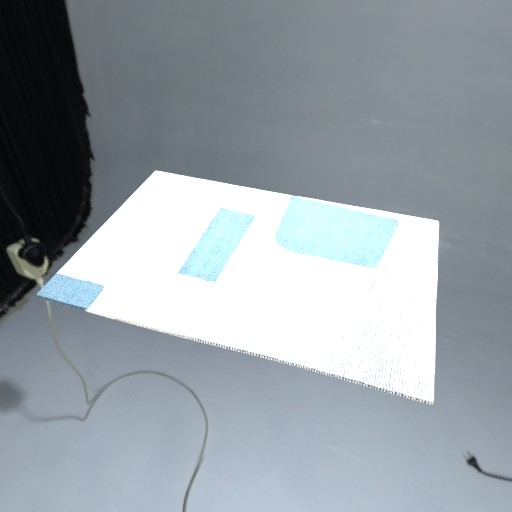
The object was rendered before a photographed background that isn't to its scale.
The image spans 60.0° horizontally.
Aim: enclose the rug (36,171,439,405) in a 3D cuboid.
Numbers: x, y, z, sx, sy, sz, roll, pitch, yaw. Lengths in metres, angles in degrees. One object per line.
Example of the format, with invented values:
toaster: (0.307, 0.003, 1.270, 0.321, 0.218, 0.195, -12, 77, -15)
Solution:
rug: (0.000, 0.000, 2.366, 1.847, 0.020, 1.238, 12, 43, 14)
